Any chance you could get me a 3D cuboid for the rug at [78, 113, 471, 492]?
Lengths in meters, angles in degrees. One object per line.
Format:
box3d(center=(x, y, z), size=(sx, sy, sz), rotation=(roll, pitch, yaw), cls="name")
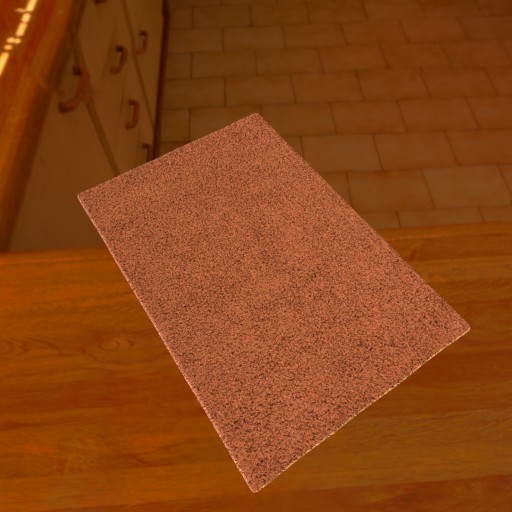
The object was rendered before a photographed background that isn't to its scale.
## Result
box3d(center=(0.000, 0.000, 2.270), size=(1.219, 0.030, 1.778), rotation=(-30, 63, -17), cls="rug")
